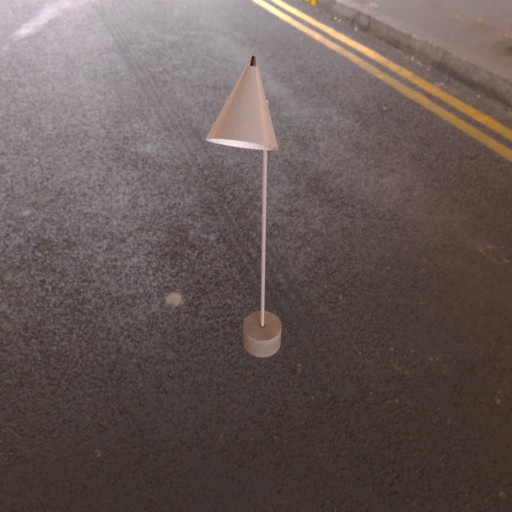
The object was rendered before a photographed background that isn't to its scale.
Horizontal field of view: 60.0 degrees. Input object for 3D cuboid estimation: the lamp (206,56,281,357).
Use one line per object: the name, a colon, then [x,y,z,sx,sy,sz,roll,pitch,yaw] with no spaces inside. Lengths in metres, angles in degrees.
lamp: [0.000,0.000,1.609,0.223,1.430,0.508,12,43,13]
